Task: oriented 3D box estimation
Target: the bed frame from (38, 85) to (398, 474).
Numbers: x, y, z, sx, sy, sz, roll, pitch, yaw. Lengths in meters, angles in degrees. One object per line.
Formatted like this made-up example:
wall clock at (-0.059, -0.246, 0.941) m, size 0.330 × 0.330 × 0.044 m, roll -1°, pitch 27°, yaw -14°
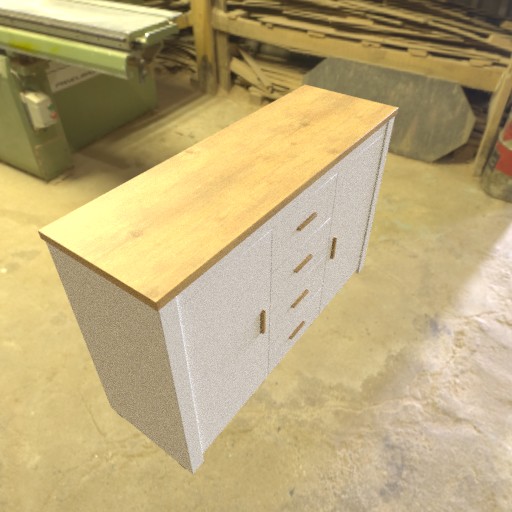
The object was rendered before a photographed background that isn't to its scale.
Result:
bed frame at (0.000, 0.000, 1.708) m, size 0.430 × 0.850 × 1.300 m, roll 26°, pitch 47°, yaw 27°
